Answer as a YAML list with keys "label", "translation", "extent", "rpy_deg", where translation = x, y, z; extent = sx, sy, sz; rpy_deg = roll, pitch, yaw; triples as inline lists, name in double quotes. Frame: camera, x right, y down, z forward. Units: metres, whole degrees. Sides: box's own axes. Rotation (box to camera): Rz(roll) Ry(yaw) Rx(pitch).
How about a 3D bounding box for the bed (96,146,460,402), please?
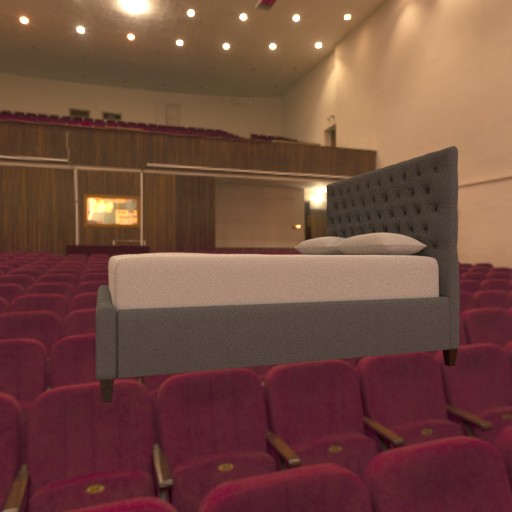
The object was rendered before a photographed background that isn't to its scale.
- label: "bed"
  translation: [0.000, 0.000, 3.293]
  extent: [2.231, 1.427, 1.698]
  rpy_deg: [0, 0, -19]
